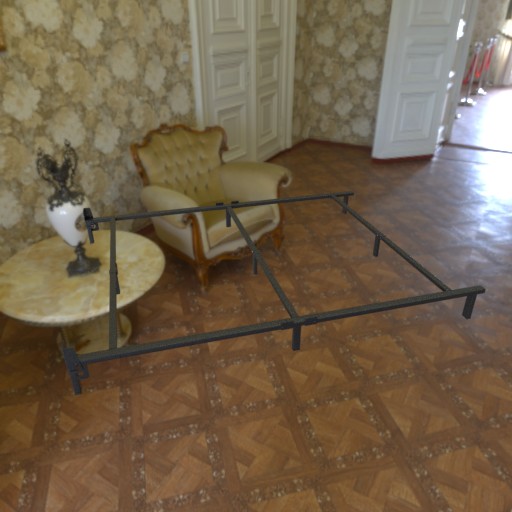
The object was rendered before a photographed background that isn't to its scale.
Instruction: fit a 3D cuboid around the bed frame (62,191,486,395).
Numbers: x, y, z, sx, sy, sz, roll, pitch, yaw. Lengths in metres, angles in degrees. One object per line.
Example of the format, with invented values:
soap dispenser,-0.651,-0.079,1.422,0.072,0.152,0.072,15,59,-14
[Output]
bed frame,0.000,0.000,2.648,1.990,0.248,1.498,-8,29,-14
